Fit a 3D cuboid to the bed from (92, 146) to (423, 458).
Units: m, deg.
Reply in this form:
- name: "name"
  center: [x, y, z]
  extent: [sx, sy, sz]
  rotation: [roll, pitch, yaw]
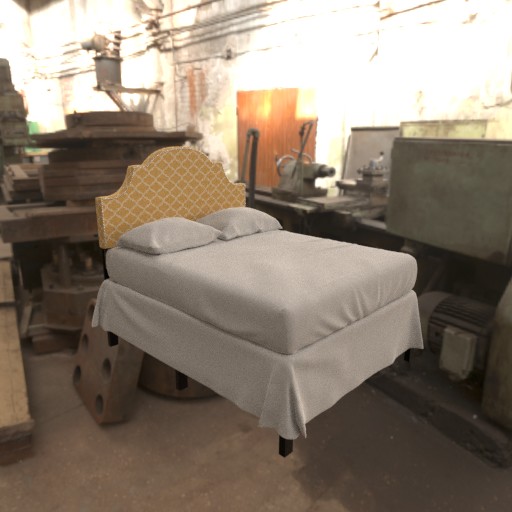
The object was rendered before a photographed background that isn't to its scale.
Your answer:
- name: "bed"
  center: [0.000, 0.000, 3.458]
  extent: [2.222, 1.633, 1.780]
  rotation: [14, 20, 42]
